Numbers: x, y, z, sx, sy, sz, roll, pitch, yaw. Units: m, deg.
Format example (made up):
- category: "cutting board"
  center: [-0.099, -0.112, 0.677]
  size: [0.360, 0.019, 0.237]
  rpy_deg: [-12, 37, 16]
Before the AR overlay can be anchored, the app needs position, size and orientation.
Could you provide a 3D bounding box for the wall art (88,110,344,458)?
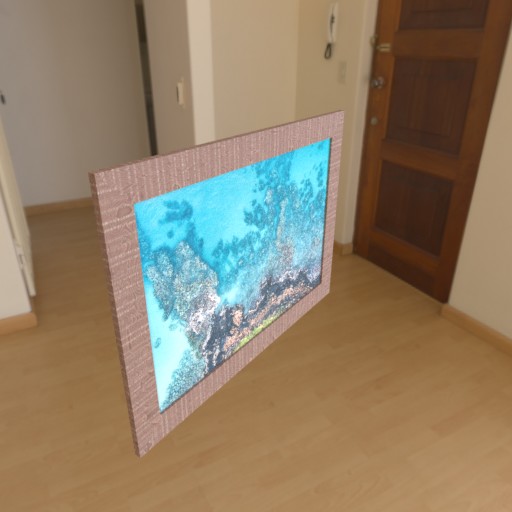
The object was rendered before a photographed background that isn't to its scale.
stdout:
- category: "wall art"
  center: [0.000, 0.000, 1.385]
  size: [0.020, 0.761, 1.056]
  rpy_deg: [18, 31, 32]
